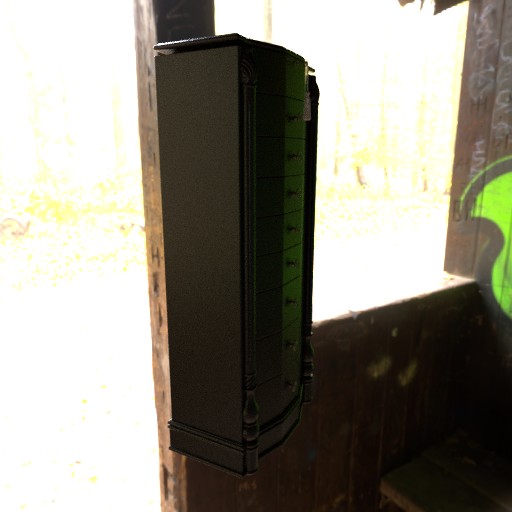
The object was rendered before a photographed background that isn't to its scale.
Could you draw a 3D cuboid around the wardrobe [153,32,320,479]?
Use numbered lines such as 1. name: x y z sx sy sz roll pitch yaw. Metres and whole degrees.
1. wardrobe: 0.000 0.000 1.200 0.295 1.011 0.444 7 15 28
